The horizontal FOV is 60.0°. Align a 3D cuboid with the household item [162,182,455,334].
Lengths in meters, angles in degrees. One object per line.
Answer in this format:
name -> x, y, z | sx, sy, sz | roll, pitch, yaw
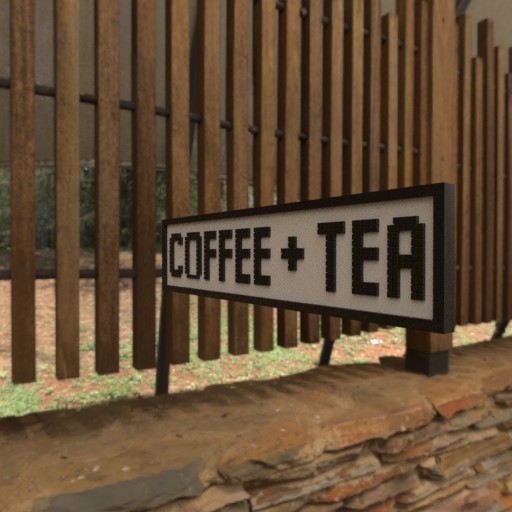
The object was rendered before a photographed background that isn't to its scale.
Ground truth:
household item -> 0.000, 0.000, 1.092 | 0.030, 0.236, 1.001 | 0, 1, -37
